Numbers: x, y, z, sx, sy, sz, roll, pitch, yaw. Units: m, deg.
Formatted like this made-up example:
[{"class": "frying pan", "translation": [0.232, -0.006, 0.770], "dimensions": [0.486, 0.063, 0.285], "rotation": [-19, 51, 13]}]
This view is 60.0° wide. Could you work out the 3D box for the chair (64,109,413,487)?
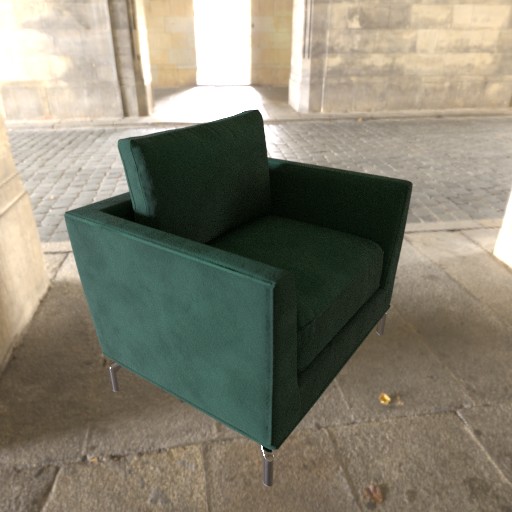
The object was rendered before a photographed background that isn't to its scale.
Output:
[{"class": "chair", "translation": [0.000, 0.000, 1.740], "dimensions": [0.852, 0.997, 1.047], "rotation": [17, 31, 31]}]
